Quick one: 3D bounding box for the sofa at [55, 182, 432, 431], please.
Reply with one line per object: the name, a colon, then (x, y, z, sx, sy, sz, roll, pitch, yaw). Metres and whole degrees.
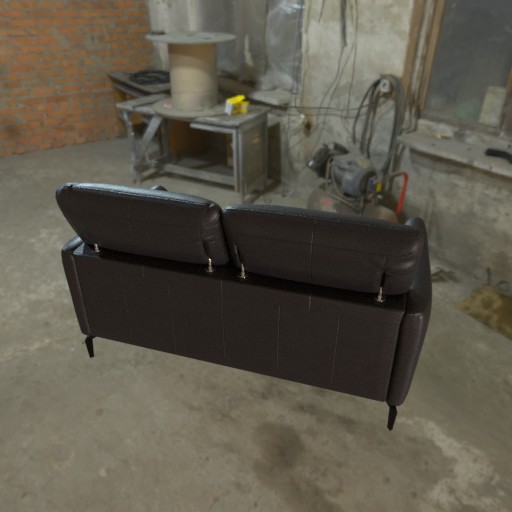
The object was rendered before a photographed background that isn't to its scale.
sofa: (0.000, 0.000, 2.166, 1.596, 0.920, 0.958, 9, 32, 15)
